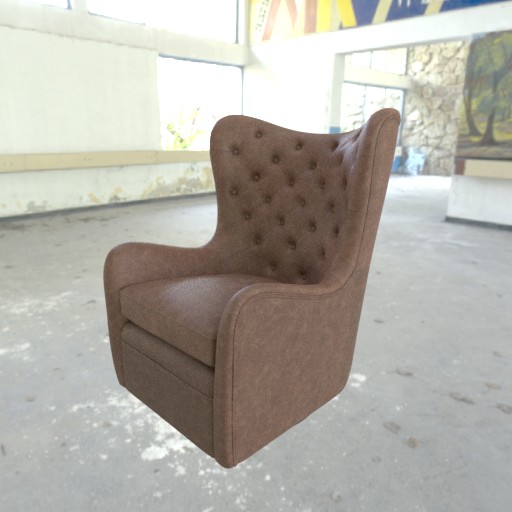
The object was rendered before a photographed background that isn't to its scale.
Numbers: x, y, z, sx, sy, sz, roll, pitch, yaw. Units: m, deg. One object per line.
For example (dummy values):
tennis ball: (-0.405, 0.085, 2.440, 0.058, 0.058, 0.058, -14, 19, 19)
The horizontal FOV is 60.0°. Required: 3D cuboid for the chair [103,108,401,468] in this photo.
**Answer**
chair: (0.000, 0.000, 1.716, 0.930, 1.079, 0.831, -15, 21, -42)
